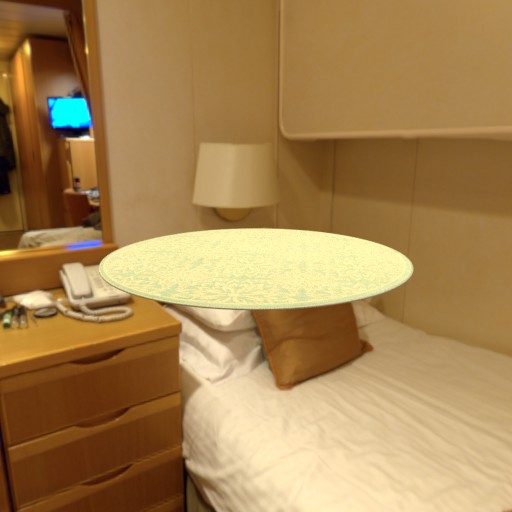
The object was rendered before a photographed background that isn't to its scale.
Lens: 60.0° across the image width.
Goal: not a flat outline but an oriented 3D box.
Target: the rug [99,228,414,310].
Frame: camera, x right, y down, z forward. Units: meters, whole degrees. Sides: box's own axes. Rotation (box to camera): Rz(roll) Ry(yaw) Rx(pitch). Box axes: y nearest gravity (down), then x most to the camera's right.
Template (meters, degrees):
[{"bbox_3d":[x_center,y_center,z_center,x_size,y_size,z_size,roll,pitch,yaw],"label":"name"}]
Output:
[{"bbox_3d":[0.000,0.000,2.371,1.593,0.012,1.593,0,14,0],"label":"rug"}]
